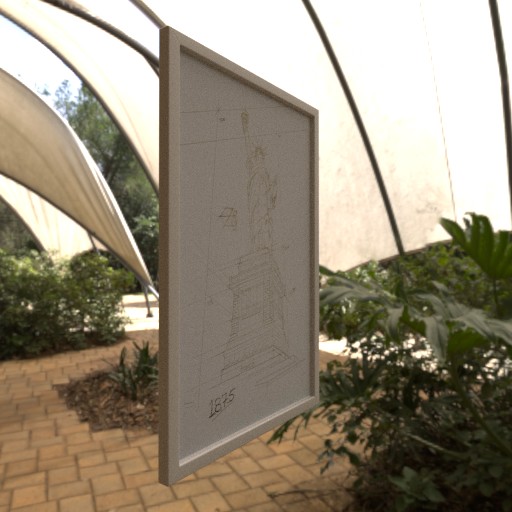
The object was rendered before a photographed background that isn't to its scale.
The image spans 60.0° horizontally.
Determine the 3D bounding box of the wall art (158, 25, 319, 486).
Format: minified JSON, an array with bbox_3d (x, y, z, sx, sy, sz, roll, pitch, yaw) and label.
[{"bbox_3d":[0.000,0.000,1.010,0.026,0.813,0.556,0,0,36],"label":"wall art"}]
